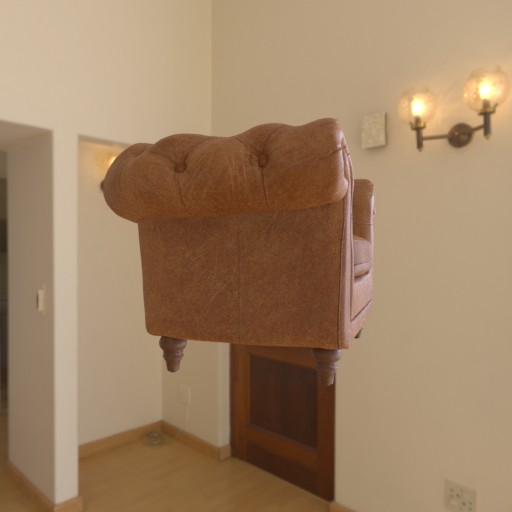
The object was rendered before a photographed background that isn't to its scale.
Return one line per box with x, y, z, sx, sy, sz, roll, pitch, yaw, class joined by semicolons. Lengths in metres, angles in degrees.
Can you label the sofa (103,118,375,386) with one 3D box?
0.000;0.000;2.068;1.033;0.878;1.405;0;1;19;sofa
